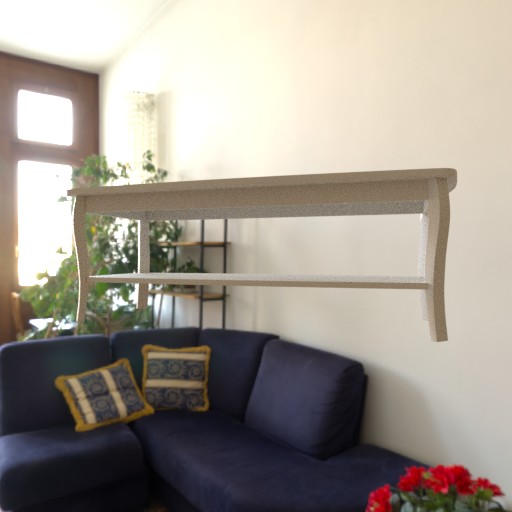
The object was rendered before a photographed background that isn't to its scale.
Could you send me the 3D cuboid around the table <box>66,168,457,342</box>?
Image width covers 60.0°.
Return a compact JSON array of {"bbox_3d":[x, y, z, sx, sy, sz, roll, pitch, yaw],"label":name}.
[{"bbox_3d":[0.000,0.000,1.620,1.334,0.474,0.561,0,0,18],"label":"table"}]
